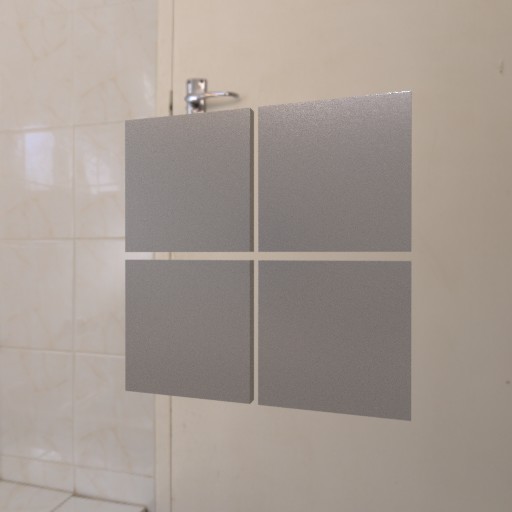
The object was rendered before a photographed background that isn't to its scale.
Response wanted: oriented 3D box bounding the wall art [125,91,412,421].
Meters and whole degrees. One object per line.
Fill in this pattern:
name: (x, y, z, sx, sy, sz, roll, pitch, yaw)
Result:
wall art: (0.000, 0.000, 0.925, 0.611, 0.611, 0.029, 0, 0, 17)
